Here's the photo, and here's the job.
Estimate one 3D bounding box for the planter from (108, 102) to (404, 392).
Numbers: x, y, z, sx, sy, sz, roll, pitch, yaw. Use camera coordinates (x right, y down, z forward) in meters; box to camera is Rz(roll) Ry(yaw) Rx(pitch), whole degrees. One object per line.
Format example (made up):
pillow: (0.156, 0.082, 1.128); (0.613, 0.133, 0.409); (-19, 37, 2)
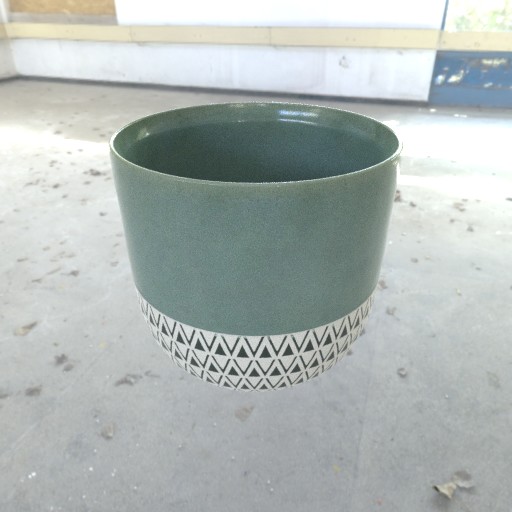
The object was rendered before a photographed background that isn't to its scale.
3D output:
planter: (0.000, 0.000, 0.483); (0.266, 0.270, 0.266); (0, 31, 0)
